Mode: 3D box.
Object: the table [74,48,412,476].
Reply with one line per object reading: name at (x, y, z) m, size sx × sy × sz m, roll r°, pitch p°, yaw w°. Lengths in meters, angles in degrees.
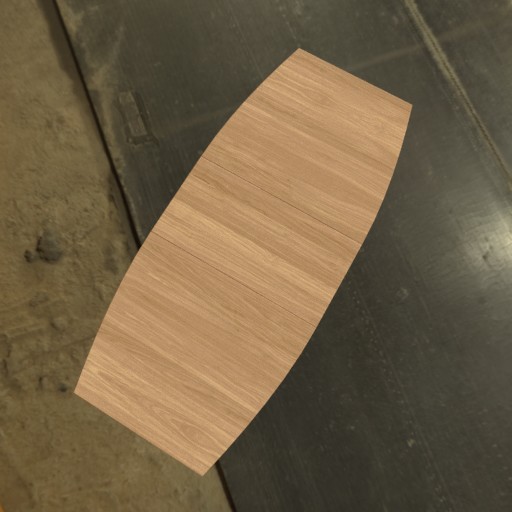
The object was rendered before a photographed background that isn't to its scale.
table at (0.000, 0.000, 2.475) m, size 0.900 × 0.750 × 2.032 m, roll 30°, pitch 78°, yaw 7°
